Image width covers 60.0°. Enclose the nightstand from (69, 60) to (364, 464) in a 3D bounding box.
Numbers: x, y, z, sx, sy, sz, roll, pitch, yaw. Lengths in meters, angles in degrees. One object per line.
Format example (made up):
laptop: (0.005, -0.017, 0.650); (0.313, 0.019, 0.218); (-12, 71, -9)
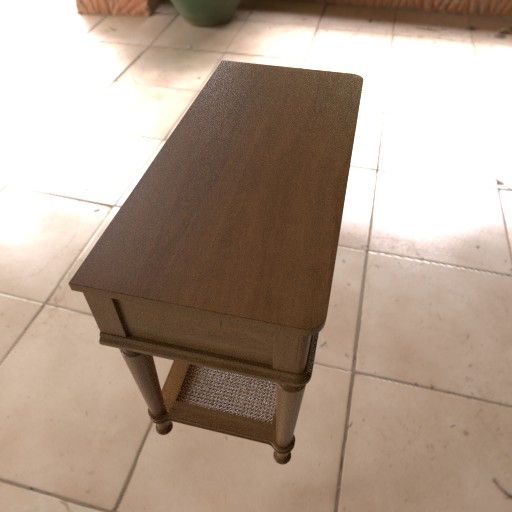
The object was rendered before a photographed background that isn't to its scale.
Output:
nightstand: (0.000, 0.000, 1.271); (0.432, 0.700, 0.914); (10, 47, 9)
